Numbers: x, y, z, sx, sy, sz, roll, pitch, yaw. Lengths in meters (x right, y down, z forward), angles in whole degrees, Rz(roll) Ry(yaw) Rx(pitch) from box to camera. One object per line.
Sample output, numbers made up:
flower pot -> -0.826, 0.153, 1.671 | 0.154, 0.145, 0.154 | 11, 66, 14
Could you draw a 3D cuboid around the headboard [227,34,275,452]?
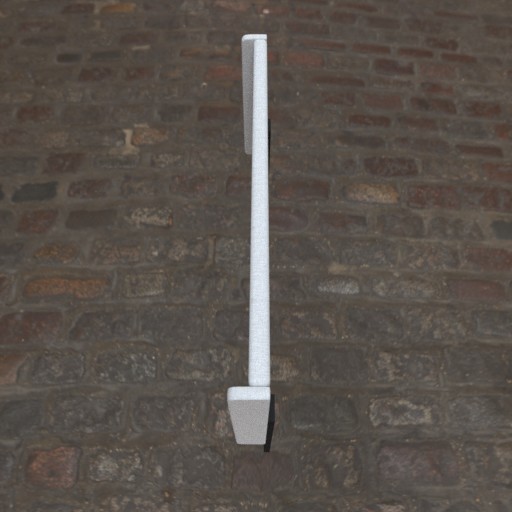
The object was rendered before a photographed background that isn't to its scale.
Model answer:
headboard -> 0.000, 0.000, 2.652 | 0.184, 1.524, 2.051 | 0, 58, 0
